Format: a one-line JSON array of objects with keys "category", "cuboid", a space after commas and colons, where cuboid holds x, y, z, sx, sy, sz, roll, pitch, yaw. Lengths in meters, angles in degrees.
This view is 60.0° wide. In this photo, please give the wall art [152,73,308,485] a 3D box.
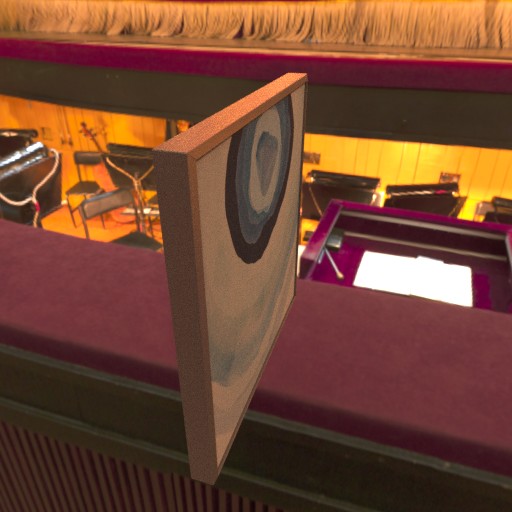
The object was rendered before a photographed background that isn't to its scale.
[{"category": "wall art", "cuboid": [0.000, 0.000, 0.513, 0.028, 0.349, 0.349, 9, 32, 16]}]
